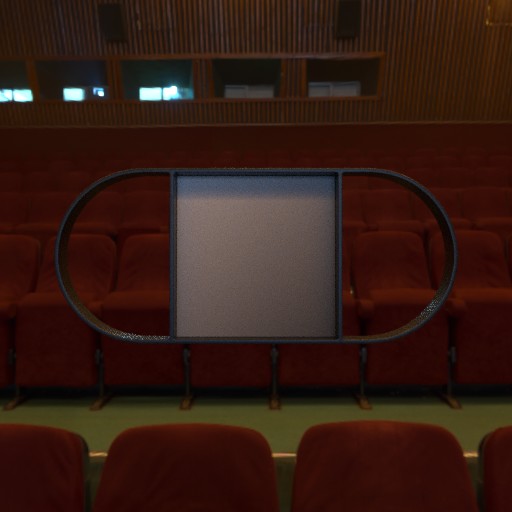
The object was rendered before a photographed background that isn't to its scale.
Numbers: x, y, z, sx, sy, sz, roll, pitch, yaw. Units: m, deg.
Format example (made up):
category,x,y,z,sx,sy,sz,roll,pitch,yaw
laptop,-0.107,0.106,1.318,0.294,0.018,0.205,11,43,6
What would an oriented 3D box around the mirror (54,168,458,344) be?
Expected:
category,x,y,z,sx,sy,sz,roll,pitch,yaw
mirror,0.000,0.000,0.655,0.584,0.254,0.032,0,0,0
